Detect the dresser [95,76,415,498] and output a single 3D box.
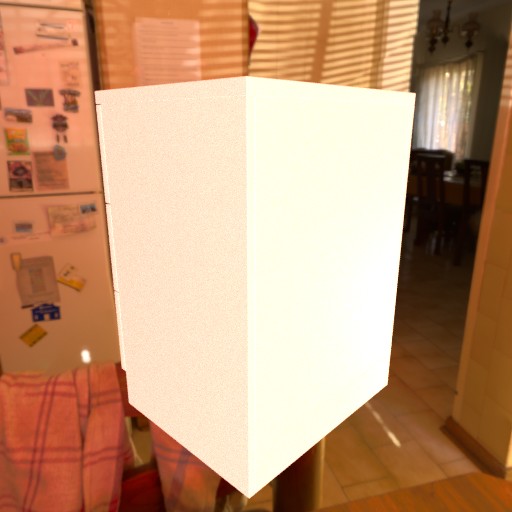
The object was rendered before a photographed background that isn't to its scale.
[{"bbox_3d":[0.000,0.000,0.807,0.360,0.560,0.400,16,23,42],"label":"dresser"}]
